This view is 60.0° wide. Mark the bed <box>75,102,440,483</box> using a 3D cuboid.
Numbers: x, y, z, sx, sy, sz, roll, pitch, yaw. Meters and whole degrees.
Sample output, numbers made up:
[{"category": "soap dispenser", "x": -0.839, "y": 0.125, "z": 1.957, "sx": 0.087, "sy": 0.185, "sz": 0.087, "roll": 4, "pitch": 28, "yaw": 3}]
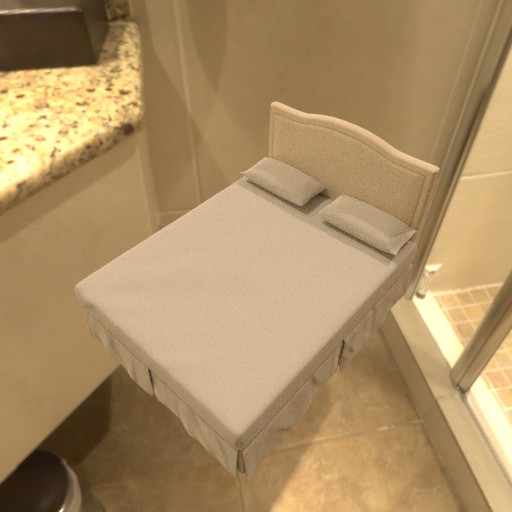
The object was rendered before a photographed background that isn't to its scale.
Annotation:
[{"category": "bed", "x": 0.000, "y": 0.000, "z": 3.685, "sx": 1.977, "sy": 1.437, "sz": 2.477, "roll": 33, "pitch": 54, "yaw": 28}]
